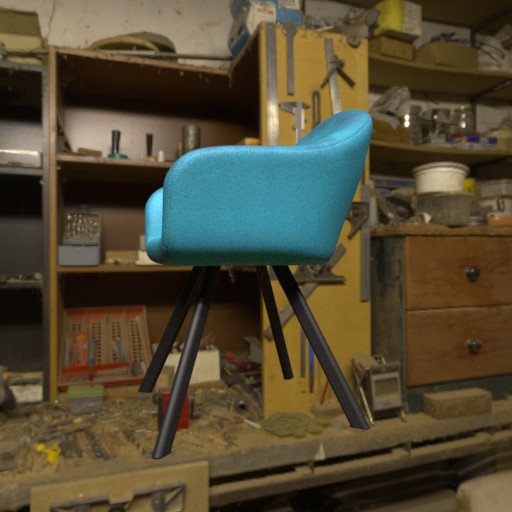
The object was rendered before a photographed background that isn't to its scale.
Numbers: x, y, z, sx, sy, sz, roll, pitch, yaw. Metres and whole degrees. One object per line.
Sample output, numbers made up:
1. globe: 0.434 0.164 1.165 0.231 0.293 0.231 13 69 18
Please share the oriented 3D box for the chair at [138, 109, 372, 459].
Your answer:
1. chair: 0.000 0.000 1.156 0.570 0.780 0.540 0 0 -18
